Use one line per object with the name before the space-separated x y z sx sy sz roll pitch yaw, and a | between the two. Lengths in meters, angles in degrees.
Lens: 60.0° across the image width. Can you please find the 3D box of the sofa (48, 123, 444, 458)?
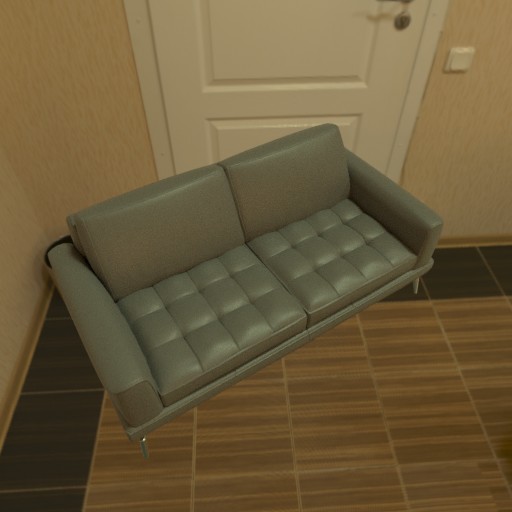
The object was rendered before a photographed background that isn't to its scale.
sofa | 0.000 0.000 2.711 2.177 0.930 1.121 -25 51 -22
